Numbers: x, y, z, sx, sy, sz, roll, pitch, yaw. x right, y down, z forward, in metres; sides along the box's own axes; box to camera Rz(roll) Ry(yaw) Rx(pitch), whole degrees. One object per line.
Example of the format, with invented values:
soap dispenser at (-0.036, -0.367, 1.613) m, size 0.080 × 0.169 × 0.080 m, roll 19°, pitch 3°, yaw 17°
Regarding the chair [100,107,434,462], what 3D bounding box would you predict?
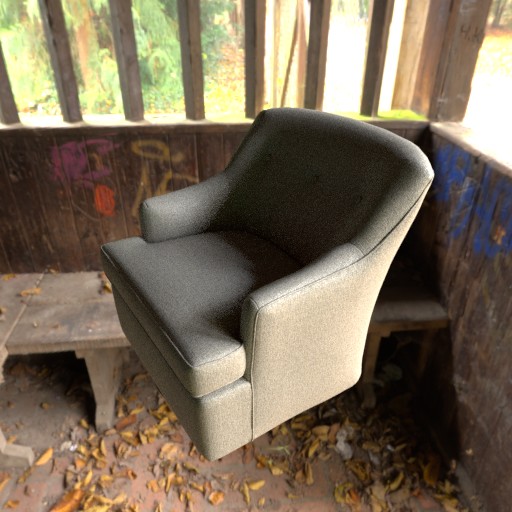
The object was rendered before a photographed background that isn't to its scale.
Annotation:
chair at (0.000, 0.000, 1.595) m, size 0.923 × 0.856 × 0.864 m, roll -19°, pitch 36°, yaw -29°
